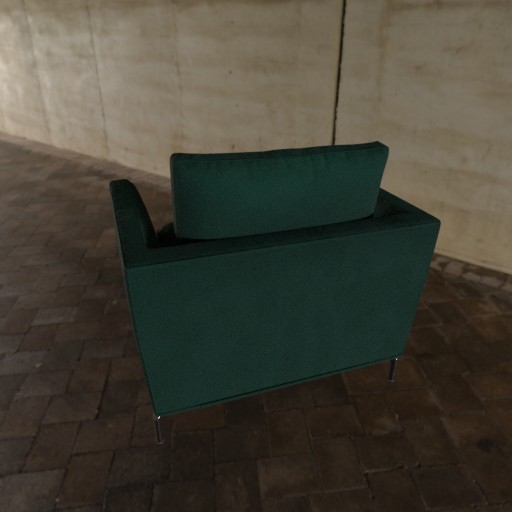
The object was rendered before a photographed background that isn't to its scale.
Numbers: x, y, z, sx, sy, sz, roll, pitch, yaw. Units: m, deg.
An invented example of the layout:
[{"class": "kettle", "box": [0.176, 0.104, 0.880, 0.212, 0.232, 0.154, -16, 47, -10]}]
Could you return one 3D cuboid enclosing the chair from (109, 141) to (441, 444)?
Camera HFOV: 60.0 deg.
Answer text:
[{"class": "chair", "box": [0.000, 0.000, 1.801, 1.047, 0.997, 0.852, -9, 28, -17]}]
